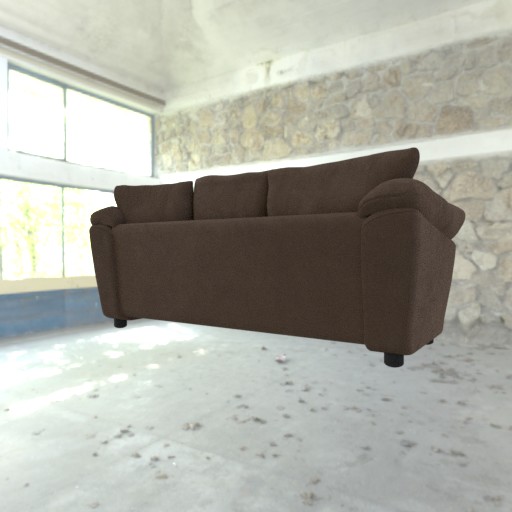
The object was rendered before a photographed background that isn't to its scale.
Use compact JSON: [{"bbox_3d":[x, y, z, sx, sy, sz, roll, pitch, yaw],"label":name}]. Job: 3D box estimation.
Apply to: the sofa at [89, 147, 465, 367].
[{"bbox_3d":[0.000,0.000,2.828,2.336,1.015,0.878,0,0,34],"label":"sofa"}]
